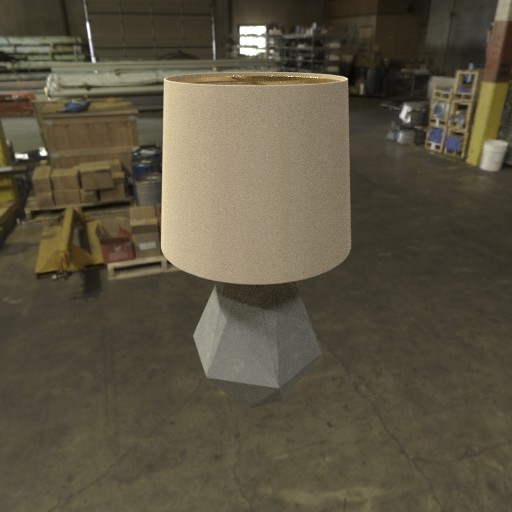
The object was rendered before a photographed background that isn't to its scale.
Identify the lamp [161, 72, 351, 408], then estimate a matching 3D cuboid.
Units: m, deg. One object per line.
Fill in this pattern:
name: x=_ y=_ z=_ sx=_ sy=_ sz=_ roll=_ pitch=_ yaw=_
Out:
lamp: x=0.000 y=0.000 z=0.669 sx=0.276 sy=0.501 sz=0.276 roll=0 pitch=26 yaw=0
